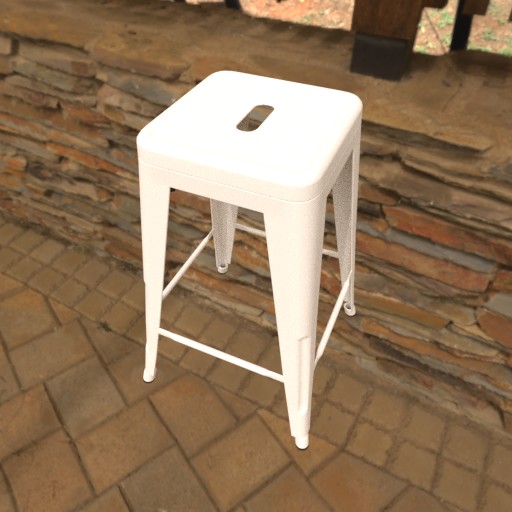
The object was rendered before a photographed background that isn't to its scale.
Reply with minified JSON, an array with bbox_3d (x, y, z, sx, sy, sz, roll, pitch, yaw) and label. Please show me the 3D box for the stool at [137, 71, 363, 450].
[{"bbox_3d":[0.000,0.000,0.890,0.406,0.610,0.406,17,47,17],"label":"stool"}]
